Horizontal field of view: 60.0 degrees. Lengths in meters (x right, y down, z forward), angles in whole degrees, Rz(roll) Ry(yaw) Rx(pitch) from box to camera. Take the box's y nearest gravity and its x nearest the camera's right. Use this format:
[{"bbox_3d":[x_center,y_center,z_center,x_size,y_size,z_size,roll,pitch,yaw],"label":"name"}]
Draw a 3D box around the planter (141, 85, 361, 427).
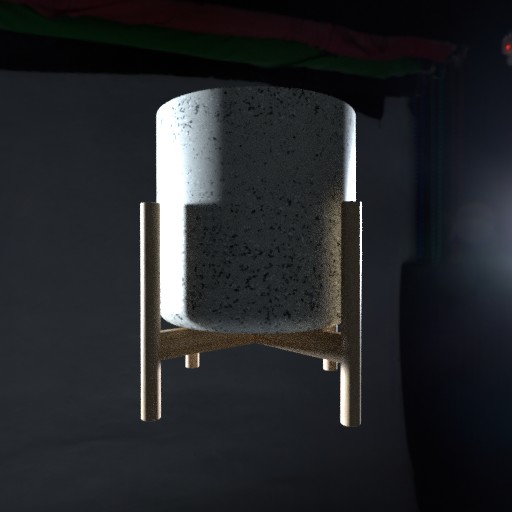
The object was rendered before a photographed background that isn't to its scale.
[{"bbox_3d":[0.000,0.000,0.694,0.360,0.419,0.360,0,1,-19],"label":"planter"}]
